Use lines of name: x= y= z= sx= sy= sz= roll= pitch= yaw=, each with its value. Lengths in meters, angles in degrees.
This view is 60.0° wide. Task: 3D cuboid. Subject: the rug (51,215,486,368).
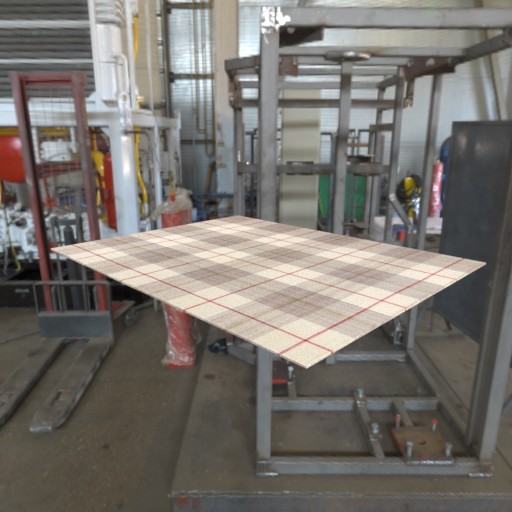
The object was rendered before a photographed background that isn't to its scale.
rug: x=0.000 y=0.000 z=3.812 sx=2.959 sy=0.016 sz=2.317 roll=15 pitch=22 yaw=43
